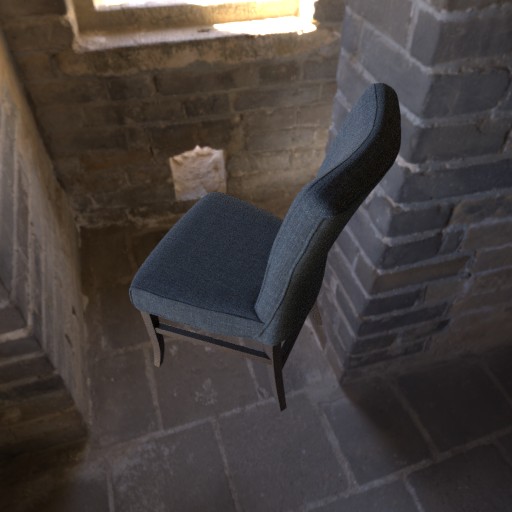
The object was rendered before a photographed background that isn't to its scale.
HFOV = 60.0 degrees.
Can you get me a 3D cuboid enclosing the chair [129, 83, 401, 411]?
[{"bbox_3d":[0.000,0.000,1.364,0.660,0.991,0.520,19,49,17],"label":"chair"}]
